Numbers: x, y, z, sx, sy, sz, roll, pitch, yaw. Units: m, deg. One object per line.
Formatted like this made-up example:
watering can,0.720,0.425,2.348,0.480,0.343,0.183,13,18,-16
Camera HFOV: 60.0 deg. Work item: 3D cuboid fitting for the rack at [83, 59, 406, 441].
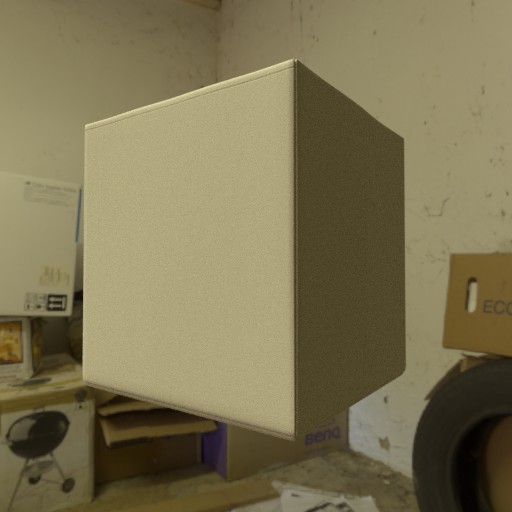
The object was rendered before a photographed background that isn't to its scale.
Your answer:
rack,0.000,0.000,0.504,0.270,0.280,0.270,-1,-2,36
